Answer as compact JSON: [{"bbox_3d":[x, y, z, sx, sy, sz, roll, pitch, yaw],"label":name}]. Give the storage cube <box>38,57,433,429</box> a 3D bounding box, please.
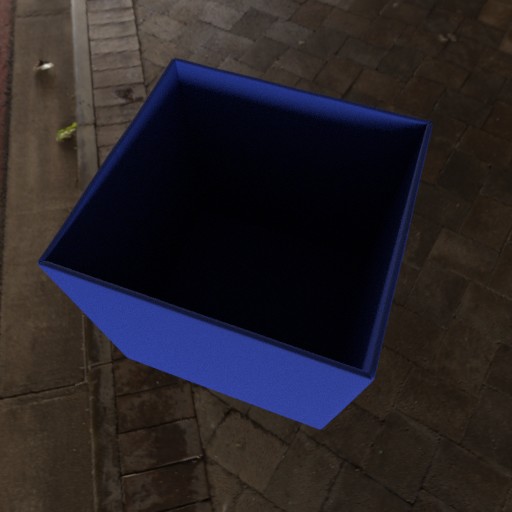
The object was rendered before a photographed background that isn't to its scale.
[{"bbox_3d":[0.000,0.000,0.502,0.270,0.280,0.270,18,63,9],"label":"storage cube"}]
